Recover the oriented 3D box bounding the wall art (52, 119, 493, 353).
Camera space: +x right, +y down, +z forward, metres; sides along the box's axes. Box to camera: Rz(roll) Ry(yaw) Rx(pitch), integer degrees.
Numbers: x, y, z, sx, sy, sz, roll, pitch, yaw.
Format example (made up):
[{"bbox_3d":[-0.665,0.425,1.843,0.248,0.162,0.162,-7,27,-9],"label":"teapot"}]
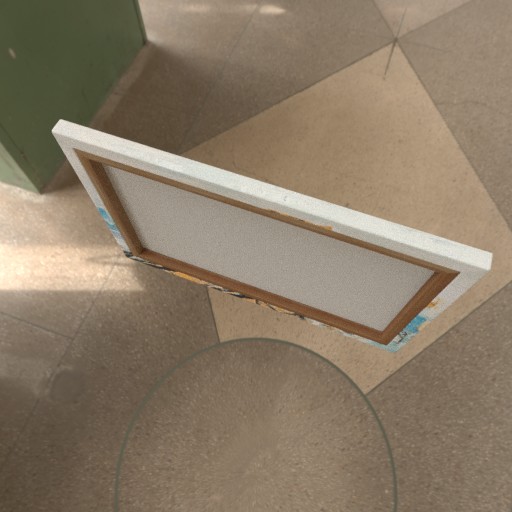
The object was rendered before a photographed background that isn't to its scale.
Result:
[{"bbox_3d":[0.000,0.000,1.144,0.913,0.609,0.038,19,65,9],"label":"wall art"}]
